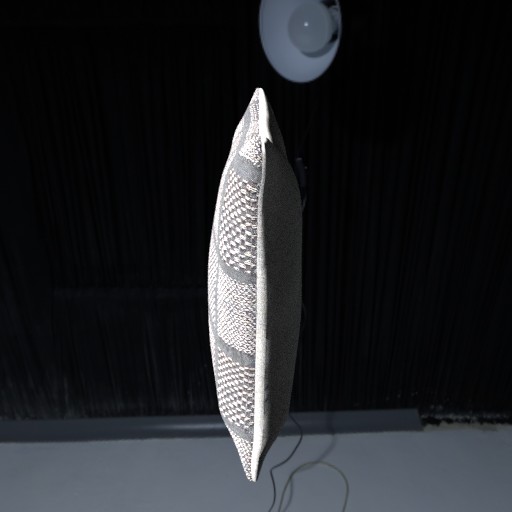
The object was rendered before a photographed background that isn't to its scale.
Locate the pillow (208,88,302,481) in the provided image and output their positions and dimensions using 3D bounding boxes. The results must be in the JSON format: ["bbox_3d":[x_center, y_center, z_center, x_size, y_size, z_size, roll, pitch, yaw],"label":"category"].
[{"bbox_3d":[0.000,0.000,0.660,0.138,0.432,0.435,0,26,0],"label":"pillow"}]
